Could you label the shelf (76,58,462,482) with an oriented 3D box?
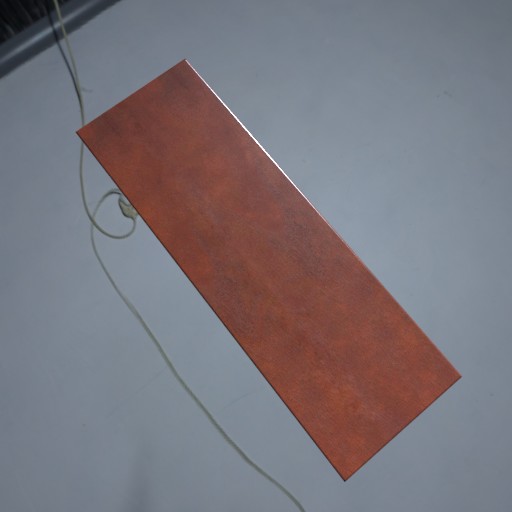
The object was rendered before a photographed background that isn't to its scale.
[{"bbox_3d":[0.000,0.000,0.507,0.152,0.088,0.457,-38,79,-8],"label":"shelf"}]
